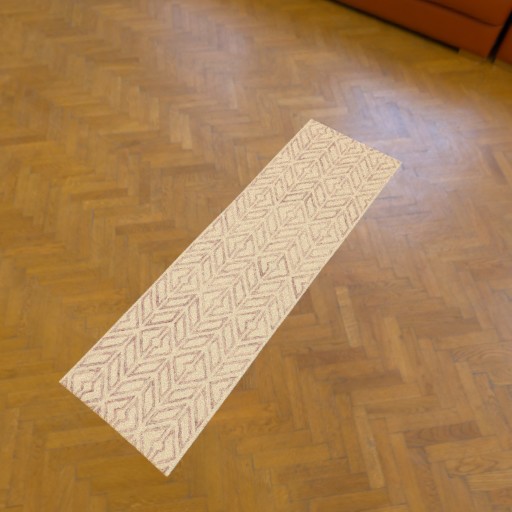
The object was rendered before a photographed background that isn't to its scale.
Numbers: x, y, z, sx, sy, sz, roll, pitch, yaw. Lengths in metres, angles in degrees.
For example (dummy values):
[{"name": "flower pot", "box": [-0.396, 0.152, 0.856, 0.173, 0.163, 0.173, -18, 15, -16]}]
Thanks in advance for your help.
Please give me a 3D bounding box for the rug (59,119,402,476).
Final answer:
[{"name": "rug", "box": [0.000, 0.000, 2.689, 0.750, 0.009, 2.435, 32, 64, 18]}]
